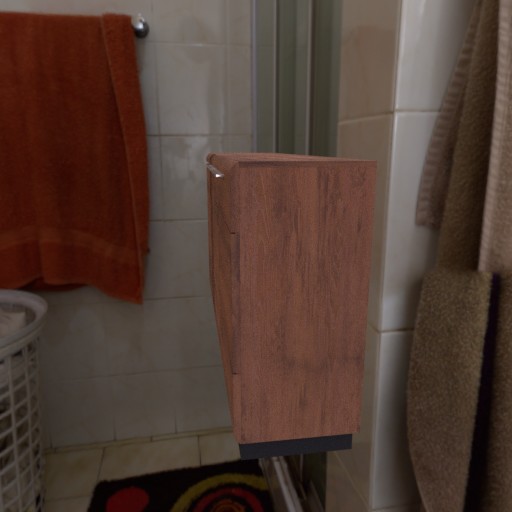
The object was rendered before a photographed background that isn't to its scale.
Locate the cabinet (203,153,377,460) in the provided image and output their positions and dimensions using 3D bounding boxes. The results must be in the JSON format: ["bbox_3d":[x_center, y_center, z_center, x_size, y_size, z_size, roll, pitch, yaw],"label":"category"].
[{"bbox_3d":[0.000,0.000,2.031,0.420,0.900,1.600,-2,14,-8],"label":"cabinet"}]
